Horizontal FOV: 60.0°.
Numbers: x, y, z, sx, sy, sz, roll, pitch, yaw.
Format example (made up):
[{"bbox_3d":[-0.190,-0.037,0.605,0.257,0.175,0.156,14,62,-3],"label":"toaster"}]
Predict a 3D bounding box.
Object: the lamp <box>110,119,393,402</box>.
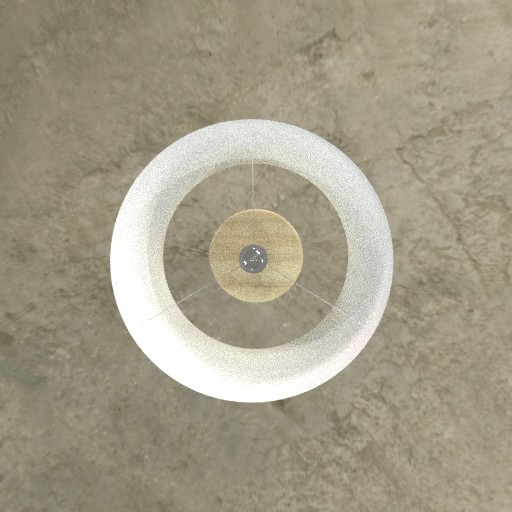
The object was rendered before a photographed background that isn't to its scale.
[{"bbox_3d":[0.000,0.000,0.575,0.228,0.444,0.228,0,91,1],"label":"lamp"}]
